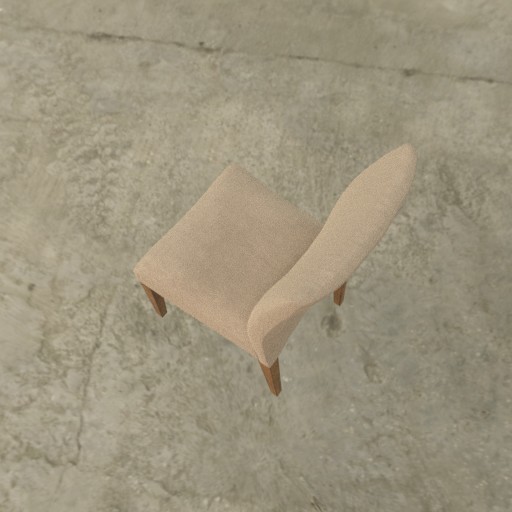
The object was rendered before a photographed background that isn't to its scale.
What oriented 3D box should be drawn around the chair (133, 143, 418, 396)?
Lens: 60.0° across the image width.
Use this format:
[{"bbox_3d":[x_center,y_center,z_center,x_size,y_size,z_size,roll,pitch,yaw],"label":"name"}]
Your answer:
[{"bbox_3d":[0.000,0.000,1.303,0.585,0.940,0.496,34,69,15],"label":"chair"}]
